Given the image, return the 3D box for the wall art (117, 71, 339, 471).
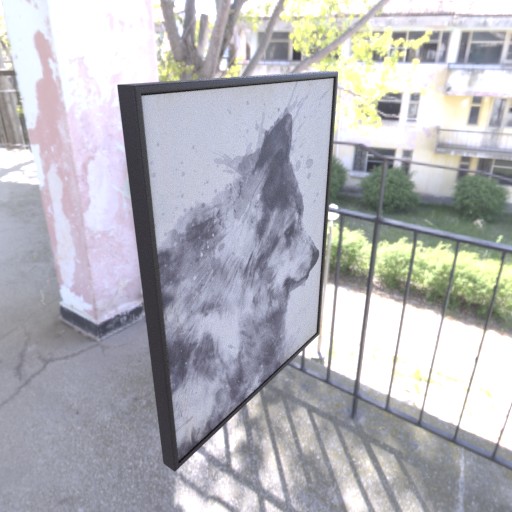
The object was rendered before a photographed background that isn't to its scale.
[{"bbox_3d":[0.000,0.000,0.733,0.028,0.551,0.451,17,30,33],"label":"wall art"}]
